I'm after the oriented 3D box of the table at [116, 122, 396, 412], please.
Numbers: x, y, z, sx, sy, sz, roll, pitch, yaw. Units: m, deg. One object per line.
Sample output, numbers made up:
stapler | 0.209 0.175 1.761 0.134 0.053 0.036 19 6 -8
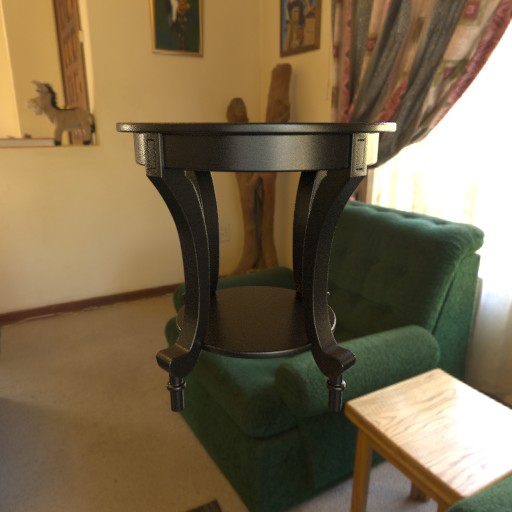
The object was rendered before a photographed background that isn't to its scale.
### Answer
table | 0.000 0.000 1.073 0.597 0.618 0.597 0 17 0
